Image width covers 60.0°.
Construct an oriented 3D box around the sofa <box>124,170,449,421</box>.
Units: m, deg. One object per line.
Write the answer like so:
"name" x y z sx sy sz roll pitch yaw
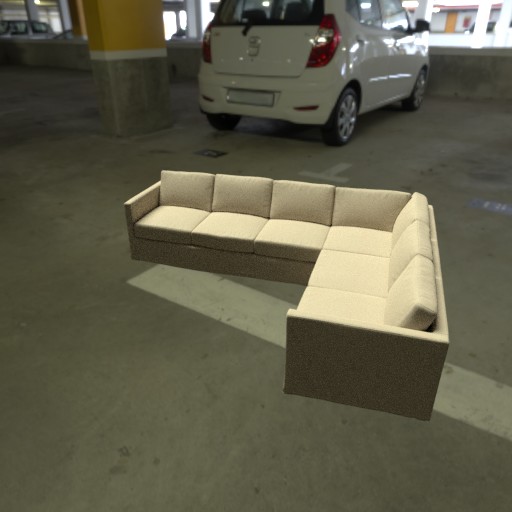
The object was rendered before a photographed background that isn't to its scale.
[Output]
"sofa" 0.000 0.000 4.196 3.182 0.871 2.432 8 28 15
